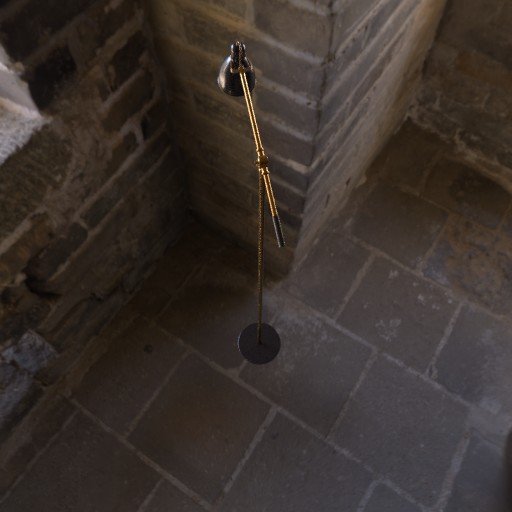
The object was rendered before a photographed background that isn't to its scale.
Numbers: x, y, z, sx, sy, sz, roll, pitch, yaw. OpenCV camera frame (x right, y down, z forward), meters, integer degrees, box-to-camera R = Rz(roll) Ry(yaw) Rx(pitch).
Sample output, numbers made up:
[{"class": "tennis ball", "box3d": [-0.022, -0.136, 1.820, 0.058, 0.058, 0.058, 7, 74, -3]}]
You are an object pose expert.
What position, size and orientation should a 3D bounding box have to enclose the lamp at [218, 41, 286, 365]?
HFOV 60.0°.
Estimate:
[{"class": "lamp", "box3d": [0.000, 0.000, 1.804, 0.235, 1.628, 0.618, -11, 60, -7]}]
